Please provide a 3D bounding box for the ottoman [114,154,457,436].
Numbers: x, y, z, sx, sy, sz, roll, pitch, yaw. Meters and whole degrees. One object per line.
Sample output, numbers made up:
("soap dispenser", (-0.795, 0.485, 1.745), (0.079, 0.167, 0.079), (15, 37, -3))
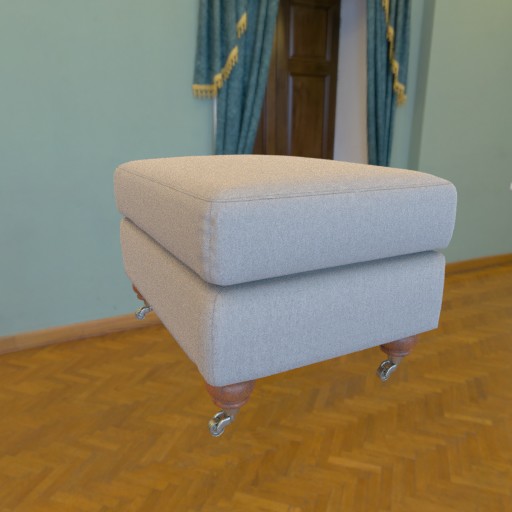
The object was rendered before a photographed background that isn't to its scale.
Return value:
("ottoman", (0.000, 0.000, 1.145), (0.574, 0.497, 0.773), (-8, 18, -26))
